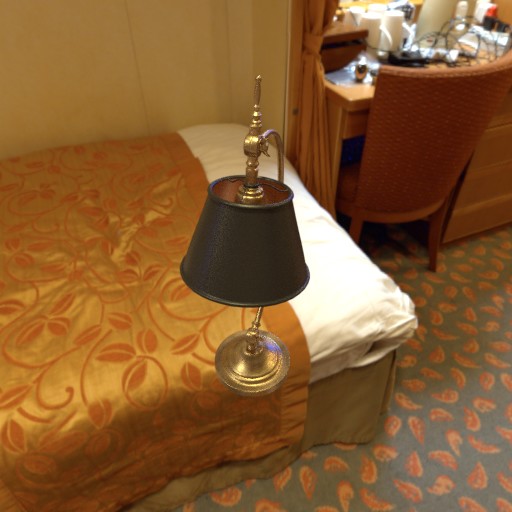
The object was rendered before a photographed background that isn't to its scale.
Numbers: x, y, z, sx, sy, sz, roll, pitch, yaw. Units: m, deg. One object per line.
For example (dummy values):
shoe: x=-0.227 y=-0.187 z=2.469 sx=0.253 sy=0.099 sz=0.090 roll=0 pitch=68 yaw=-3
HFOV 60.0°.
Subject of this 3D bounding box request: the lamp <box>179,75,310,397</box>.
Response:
lamp: x=0.000 y=0.000 z=0.854 sx=0.235 sy=0.675 sz=0.344 roll=13 pitch=43 yaw=14
